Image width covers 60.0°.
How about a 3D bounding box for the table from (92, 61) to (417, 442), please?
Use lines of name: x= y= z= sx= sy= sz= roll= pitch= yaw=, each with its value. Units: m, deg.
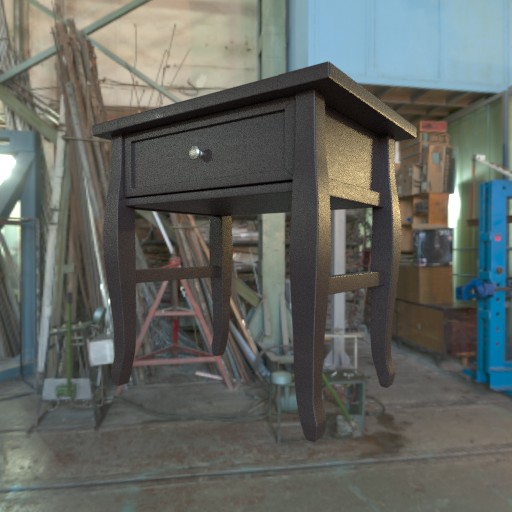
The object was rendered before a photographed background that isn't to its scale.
table: x=0.000 y=0.000 z=1.038 sx=0.602 sy=0.605 sz=0.460 roll=1 pitch=1 yaw=36
